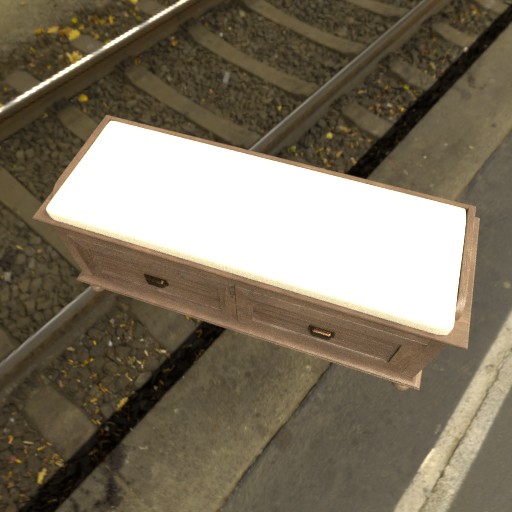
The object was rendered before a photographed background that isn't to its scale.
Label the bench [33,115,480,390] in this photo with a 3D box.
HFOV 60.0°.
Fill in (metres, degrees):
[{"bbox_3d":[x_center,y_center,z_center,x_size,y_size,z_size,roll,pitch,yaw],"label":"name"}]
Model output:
[{"bbox_3d":[0.000,0.000,1.410,1.185,0.501,0.402,16,60,10],"label":"bench"}]
